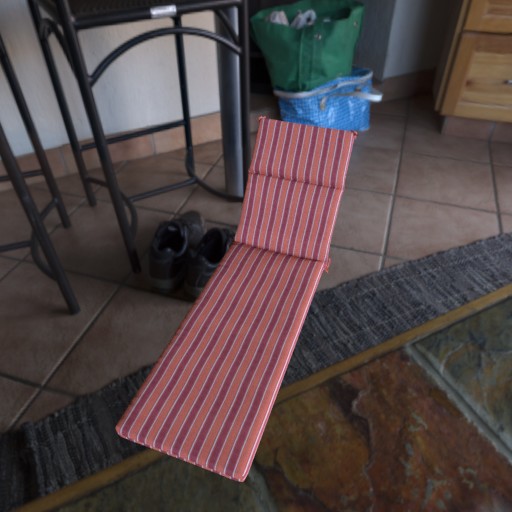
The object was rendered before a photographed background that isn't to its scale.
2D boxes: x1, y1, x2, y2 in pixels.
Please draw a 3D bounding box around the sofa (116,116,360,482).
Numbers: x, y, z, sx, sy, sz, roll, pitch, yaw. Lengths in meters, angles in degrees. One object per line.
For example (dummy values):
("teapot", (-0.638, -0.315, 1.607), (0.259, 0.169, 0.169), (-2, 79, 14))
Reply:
("sofa", (0.000, 0.000, 1.997), (0.582, 0.622, 1.663), (13, 43, 15))
